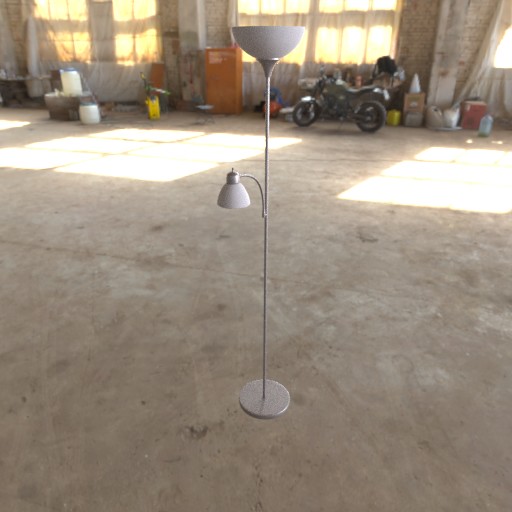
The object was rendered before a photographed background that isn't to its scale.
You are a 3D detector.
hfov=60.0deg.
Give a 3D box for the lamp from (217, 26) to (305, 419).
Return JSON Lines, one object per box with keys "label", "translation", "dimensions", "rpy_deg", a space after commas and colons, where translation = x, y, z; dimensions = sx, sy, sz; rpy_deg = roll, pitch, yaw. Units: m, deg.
{"label": "lamp", "translation": [0.000, 0.000, 1.962], "dimensions": [0.279, 1.804, 0.425], "rpy_deg": [17, 31, 32]}
